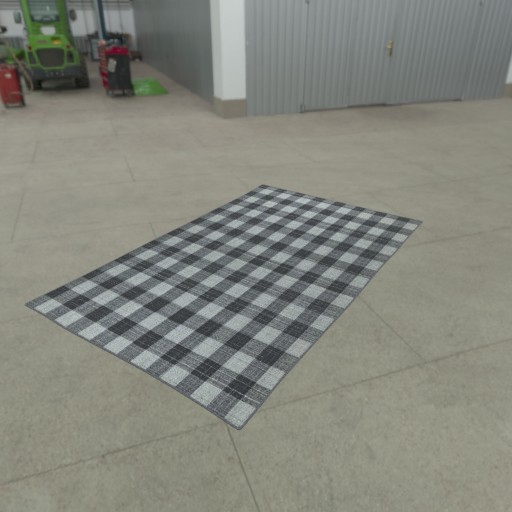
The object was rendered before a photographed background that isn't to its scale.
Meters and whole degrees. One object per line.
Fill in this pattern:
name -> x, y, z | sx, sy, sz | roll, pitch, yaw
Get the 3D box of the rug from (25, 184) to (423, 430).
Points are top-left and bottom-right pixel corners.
rug -> 0.000, 0.000, 3.048 | 1.554, 0.011, 2.476 | 18, 34, 30
